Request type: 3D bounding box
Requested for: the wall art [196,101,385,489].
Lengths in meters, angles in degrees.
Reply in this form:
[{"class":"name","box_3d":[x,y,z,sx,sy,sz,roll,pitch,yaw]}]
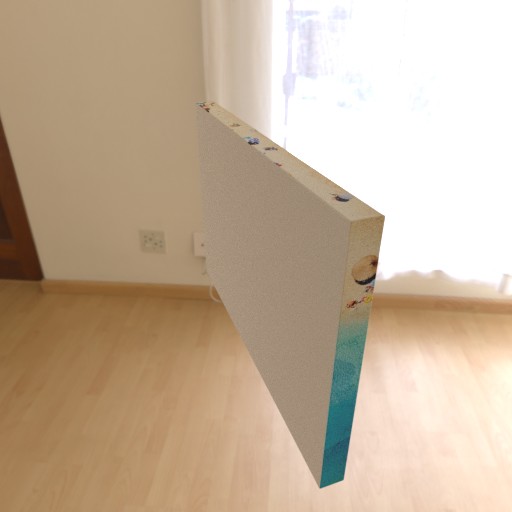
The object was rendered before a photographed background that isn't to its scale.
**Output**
[{"class":"wall art","box_3d":[0.000,0.000,1.119,0.057,0.595,0.894,-10,31,-17]}]
